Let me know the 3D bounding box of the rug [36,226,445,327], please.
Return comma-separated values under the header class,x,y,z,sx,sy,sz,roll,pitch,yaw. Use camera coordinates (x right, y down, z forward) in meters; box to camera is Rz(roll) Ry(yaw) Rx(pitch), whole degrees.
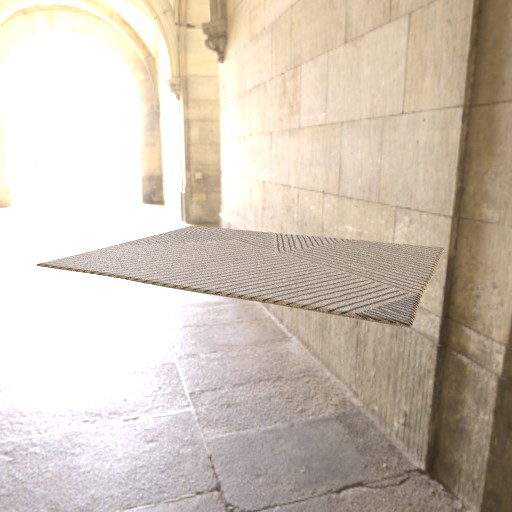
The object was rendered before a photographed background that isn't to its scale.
class,x,y,z,sx,sy,sz,roll,pitch,yaw
rug,0.000,0.000,3.271,2.449,0.028,1.829,6,15,26
